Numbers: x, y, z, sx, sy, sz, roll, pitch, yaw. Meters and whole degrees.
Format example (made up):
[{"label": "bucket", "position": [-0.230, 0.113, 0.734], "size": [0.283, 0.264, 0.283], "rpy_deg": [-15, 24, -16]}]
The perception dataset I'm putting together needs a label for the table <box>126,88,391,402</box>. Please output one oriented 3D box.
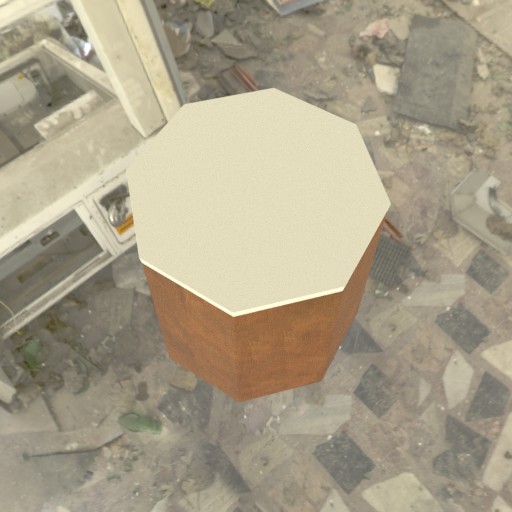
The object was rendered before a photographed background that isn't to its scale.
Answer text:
[{"label": "table", "position": [0.000, 0.000, 0.821], "size": [0.439, 0.457, 0.439], "rpy_deg": [-14, 66, -7]}]
